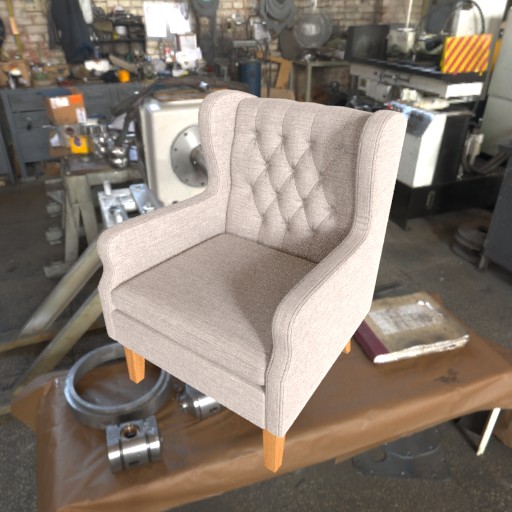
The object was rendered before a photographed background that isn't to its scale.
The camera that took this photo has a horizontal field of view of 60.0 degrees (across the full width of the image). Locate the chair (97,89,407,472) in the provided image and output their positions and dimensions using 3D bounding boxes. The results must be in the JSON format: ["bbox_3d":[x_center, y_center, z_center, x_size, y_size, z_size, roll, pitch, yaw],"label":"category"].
[{"bbox_3d":[0.000,0.000,1.472,0.710,0.930,0.760,20,35,30],"label":"chair"}]
